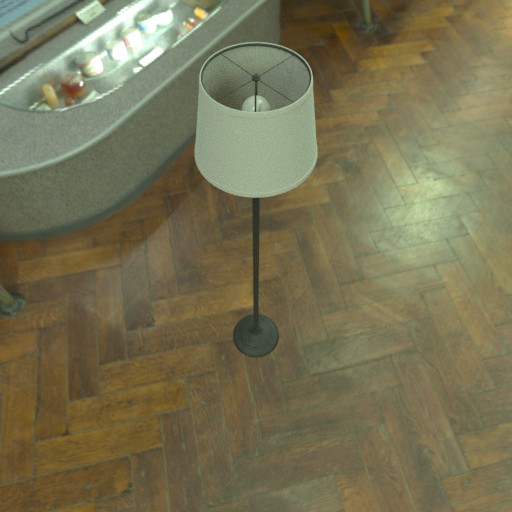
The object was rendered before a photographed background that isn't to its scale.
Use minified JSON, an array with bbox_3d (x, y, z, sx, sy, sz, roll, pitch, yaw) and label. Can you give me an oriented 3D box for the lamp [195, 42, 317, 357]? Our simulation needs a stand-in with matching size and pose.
[{"bbox_3d":[0.000,0.000,1.625,0.327,1.506,0.327,1,58,1],"label":"lamp"}]
